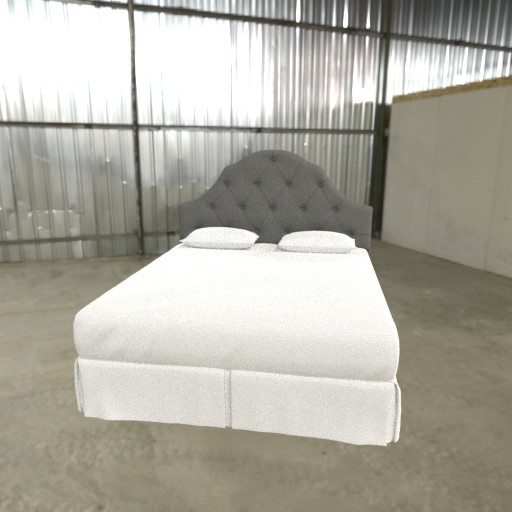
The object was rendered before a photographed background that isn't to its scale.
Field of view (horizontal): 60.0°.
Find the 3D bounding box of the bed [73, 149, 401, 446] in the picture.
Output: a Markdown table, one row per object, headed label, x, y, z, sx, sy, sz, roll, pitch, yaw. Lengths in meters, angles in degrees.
| label | x | y | z | sx | sy | sz | roll | pitch | yaw |
| --- | --- | --- | --- | --- | --- | --- | --- | --- | --- |
| bed | 0.000 | 0.000 | 3.482 | 2.008 | 1.615 | 2.214 | 2 | 14 | 9 |
